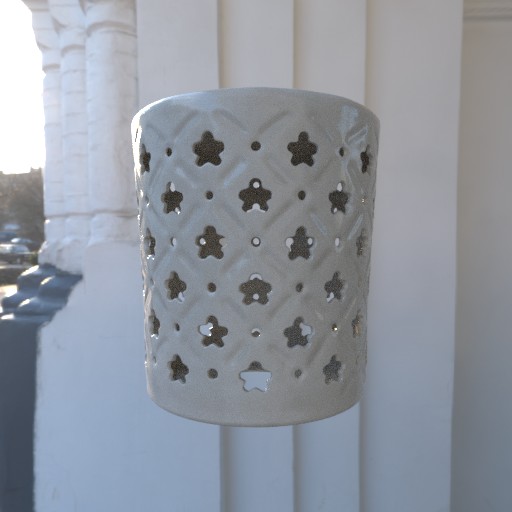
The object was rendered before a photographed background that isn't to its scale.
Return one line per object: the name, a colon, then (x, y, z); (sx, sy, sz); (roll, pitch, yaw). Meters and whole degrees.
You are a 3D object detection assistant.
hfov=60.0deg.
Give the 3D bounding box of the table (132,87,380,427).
table: (0.000, 0.000, 0.657); (0.352, 0.387, 0.352); (0, 2, 0)
